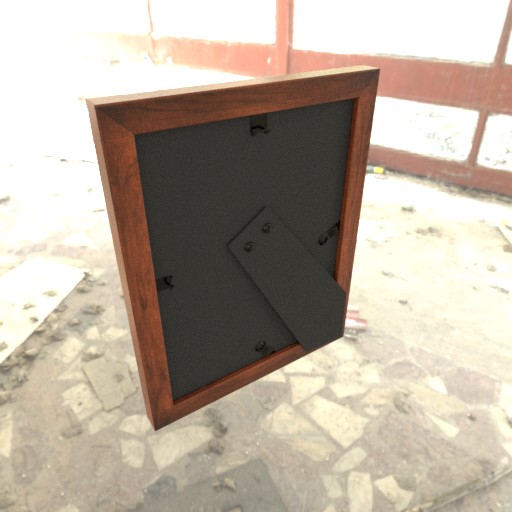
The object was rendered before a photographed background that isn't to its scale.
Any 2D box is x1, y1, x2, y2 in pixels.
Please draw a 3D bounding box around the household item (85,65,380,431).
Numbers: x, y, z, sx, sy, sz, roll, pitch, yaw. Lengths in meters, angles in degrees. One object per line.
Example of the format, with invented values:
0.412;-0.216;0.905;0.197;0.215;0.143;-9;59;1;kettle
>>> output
0.000;0.000;0.336;0.200;0.250;0.020;-19;36;-28;household item
